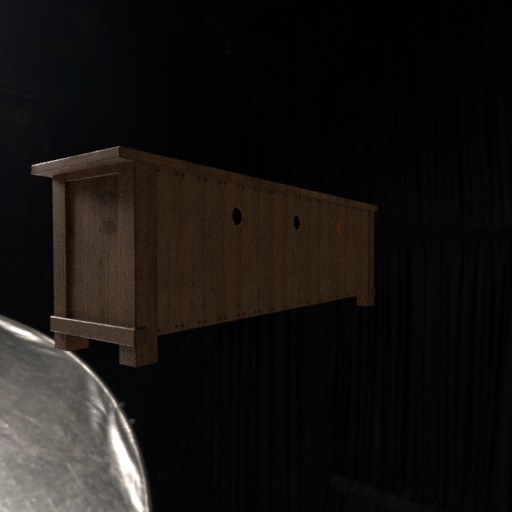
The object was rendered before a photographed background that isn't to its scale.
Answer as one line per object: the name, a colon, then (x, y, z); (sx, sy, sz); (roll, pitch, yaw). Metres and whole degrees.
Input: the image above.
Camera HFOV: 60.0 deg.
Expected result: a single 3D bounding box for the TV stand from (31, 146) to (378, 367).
TV stand: (0.000, 0.000, 1.983); (0.453, 0.573, 1.804); (0, 1, 36)
